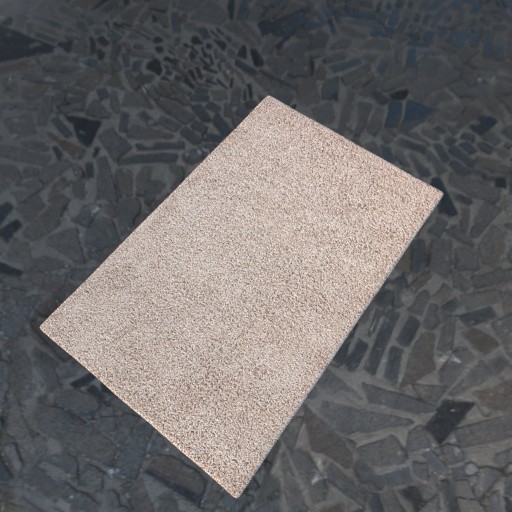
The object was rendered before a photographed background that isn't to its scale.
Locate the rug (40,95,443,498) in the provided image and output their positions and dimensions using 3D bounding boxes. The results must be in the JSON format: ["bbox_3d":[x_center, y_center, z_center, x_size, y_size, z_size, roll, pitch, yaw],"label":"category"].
[{"bbox_3d":[0.000,0.000,3.373,1.778,0.030,2.743,34,69,15],"label":"rug"}]
